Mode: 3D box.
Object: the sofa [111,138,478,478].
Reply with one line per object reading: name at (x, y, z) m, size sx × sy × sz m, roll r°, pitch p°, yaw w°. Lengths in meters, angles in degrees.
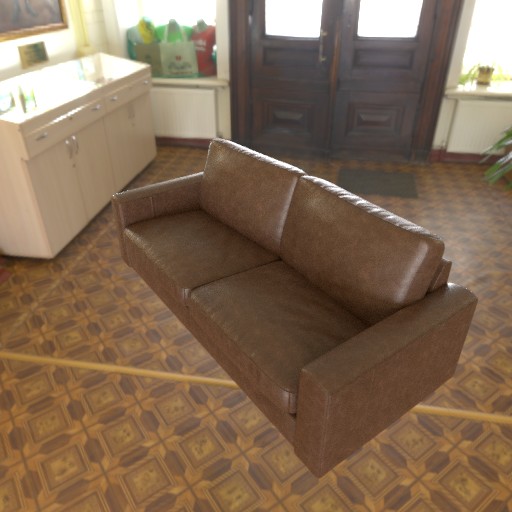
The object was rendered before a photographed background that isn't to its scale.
sofa at (0.000, 0.000, 2.635) m, size 1.016 × 0.873 × 2.179 m, roll -21°, pitch 38°, yaw -30°
